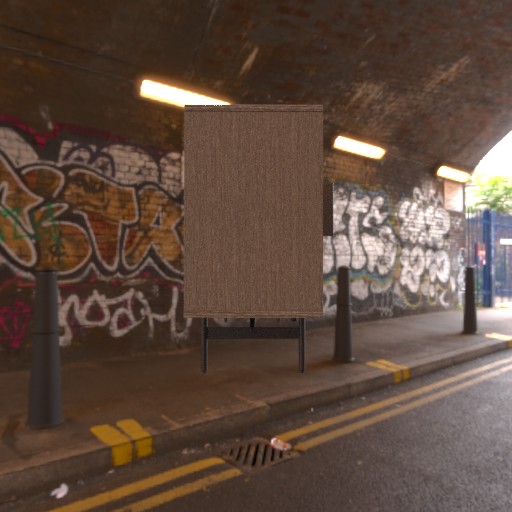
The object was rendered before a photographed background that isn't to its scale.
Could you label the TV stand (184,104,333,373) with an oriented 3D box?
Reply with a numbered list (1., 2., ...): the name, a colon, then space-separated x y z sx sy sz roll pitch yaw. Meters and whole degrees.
1. TV stand: 0.000 0.000 2.086 0.405 0.787 1.804 0 -1 -1
